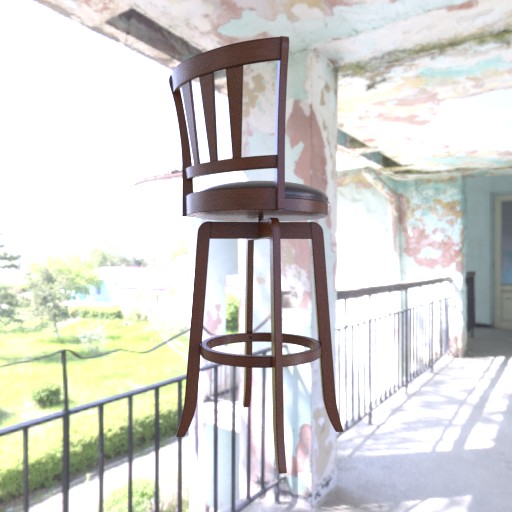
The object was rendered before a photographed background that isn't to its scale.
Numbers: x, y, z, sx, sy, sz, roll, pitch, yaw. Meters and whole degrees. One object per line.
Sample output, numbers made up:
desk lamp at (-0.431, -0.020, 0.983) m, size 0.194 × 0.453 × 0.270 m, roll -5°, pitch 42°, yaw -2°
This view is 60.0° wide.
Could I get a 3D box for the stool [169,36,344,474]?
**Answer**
stool at (0.000, 0.000, 1.447) m, size 0.464 × 1.177 × 0.503 m, roll 0°, pitch 0°, yaw 37°
